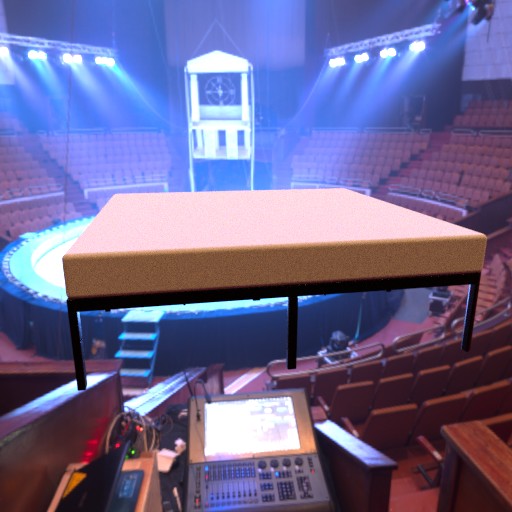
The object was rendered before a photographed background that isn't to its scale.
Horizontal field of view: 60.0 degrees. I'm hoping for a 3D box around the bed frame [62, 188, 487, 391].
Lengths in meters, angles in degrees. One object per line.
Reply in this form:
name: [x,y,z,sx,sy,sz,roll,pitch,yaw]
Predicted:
bed frame: [0.000,0.000,3.084,2.079,0.659,1.963,-3,16,-10]
